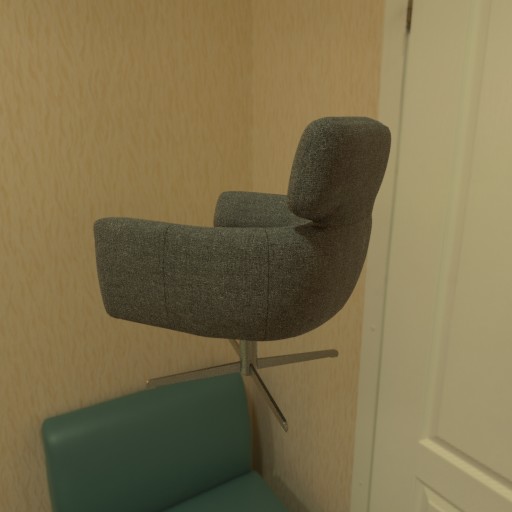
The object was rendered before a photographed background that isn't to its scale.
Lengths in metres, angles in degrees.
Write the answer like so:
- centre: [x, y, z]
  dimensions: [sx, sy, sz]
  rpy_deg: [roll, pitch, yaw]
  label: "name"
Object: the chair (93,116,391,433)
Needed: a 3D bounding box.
- centre: [0.000, 0.000, 1.370]
  dimensions: [0.715, 0.812, 0.706]
  rpy_deg: [8, 17, 26]
  label: "chair"
